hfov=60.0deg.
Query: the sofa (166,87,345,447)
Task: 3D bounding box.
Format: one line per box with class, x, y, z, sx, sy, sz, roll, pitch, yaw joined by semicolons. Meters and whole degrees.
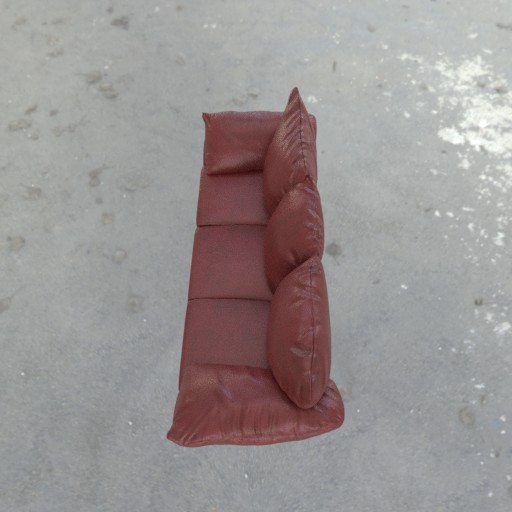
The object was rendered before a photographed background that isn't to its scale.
sofa;0.000;0.000;2.923;0.907;1.091;2.390;1;58;0
